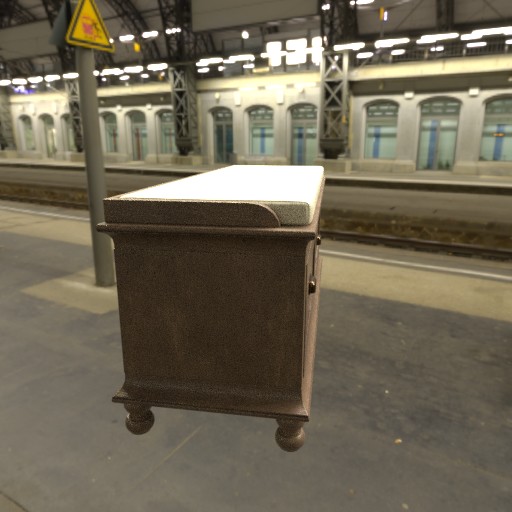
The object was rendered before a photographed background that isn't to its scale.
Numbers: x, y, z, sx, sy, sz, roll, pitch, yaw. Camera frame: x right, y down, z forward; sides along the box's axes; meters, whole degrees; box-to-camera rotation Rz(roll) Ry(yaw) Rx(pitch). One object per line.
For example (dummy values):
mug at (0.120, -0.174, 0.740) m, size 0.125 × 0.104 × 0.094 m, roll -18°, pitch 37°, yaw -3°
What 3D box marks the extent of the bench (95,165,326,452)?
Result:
bench at (0.000, 0.000, 1.398) m, size 0.402 × 0.501 × 1.185 m, roll 2°, pitch 15°, yaw 9°
